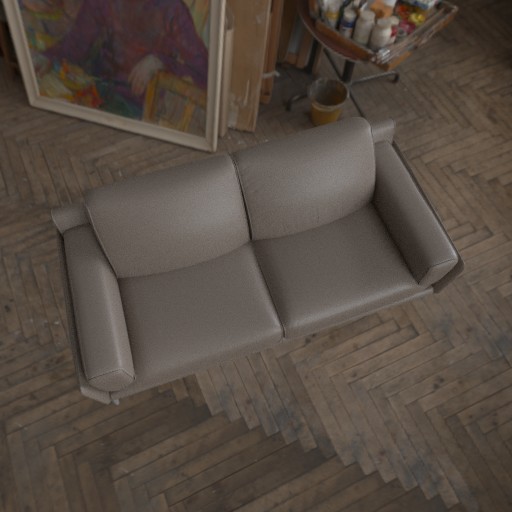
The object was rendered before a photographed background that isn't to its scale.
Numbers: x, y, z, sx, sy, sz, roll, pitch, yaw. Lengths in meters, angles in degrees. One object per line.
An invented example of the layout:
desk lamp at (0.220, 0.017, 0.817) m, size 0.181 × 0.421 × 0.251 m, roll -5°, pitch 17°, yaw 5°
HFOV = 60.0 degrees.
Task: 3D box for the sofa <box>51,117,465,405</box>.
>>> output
sofa at (0.000, 0.000, 2.527) m, size 2.101 × 0.930 × 1.049 m, roll -17°, pitch 66°, yaw -8°
